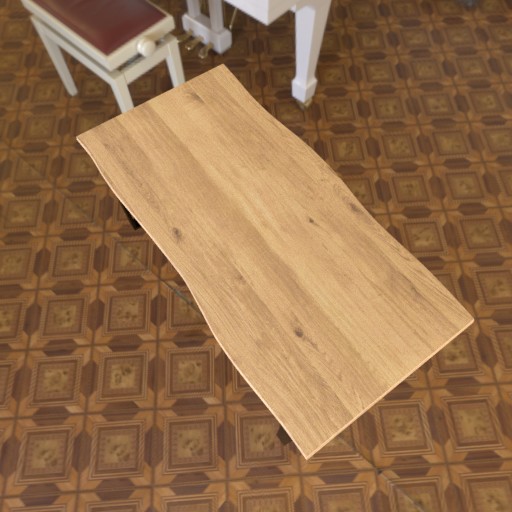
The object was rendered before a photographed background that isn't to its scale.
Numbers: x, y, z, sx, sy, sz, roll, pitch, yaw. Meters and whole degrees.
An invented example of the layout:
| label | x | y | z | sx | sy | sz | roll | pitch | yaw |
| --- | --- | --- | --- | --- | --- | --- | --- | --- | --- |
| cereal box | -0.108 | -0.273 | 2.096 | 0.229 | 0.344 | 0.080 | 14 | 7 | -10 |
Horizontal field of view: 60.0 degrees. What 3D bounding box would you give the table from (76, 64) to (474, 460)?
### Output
| label | x | y | z | sx | sy | sz | roll | pitch | yaw |
| --- | --- | --- | --- | --- | --- | --- | --- | --- | --- |
| table | 0.000 | 0.000 | 2.320 | 0.900 | 0.780 | 1.800 | -33 | 68 | -15 |
